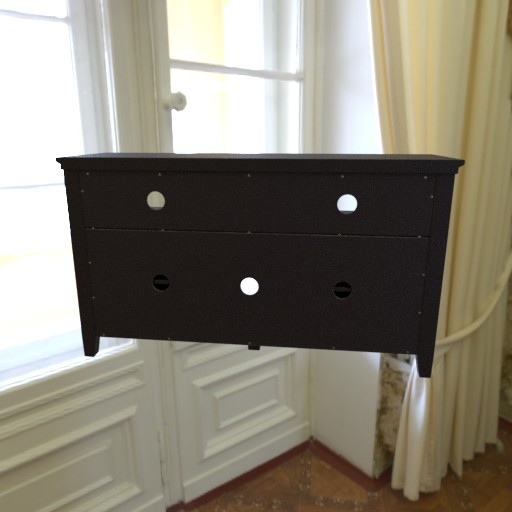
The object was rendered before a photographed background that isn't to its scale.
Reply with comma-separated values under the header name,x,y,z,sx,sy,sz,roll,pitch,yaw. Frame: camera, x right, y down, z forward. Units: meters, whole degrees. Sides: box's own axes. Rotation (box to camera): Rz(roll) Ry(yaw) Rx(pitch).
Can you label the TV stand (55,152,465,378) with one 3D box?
name,x,y,z,sx,sy,sz,roll,pitch,yaw
TV stand,0.000,0.000,1.540,1.198,0.681,0.347,2,16,7
